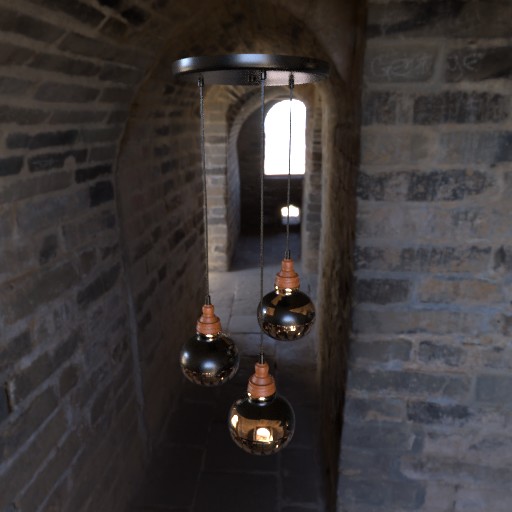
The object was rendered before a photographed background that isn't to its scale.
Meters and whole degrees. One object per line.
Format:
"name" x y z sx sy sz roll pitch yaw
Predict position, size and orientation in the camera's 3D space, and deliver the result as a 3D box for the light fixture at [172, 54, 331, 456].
"light fixture" 0.000 0.000 1.786 0.605 1.410 0.608 -16 22 -43
